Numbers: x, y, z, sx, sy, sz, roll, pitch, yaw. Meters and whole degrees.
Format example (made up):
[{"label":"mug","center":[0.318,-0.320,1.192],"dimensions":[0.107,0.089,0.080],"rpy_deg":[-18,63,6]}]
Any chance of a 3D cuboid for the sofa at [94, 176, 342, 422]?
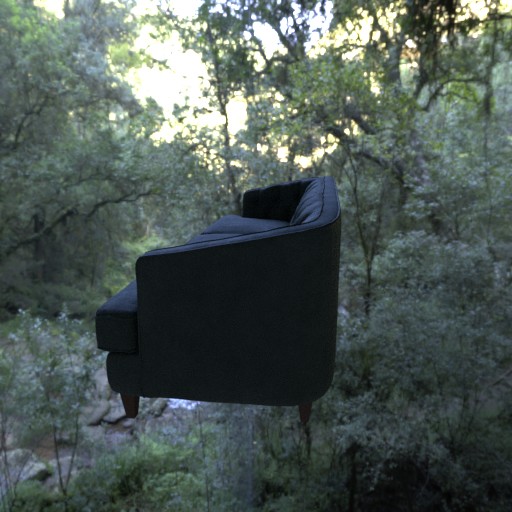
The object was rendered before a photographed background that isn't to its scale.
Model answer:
[{"label":"sofa","center":[0.000,0.000,2.678],"dimensions":[0.941,0.855,2.278],"rpy_deg":[2,15,9]}]
